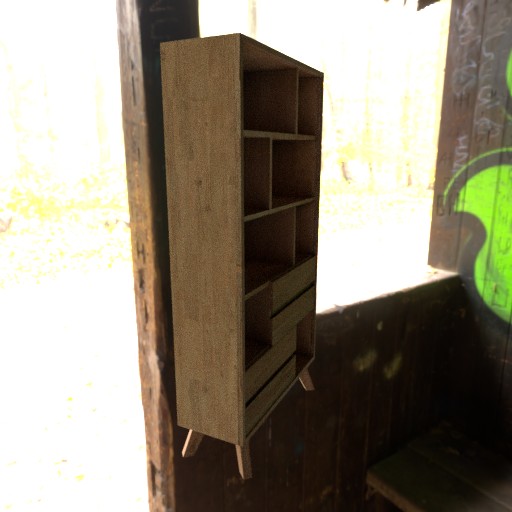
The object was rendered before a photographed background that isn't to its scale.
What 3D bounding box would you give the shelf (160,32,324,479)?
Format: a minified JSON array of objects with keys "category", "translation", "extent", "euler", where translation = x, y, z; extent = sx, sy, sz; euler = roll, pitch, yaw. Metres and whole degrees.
[{"category":"shelf","translation":[0.000,0.000,1.790],"extent":[0.308,1.471,0.748],"euler":[7,15,26]}]
